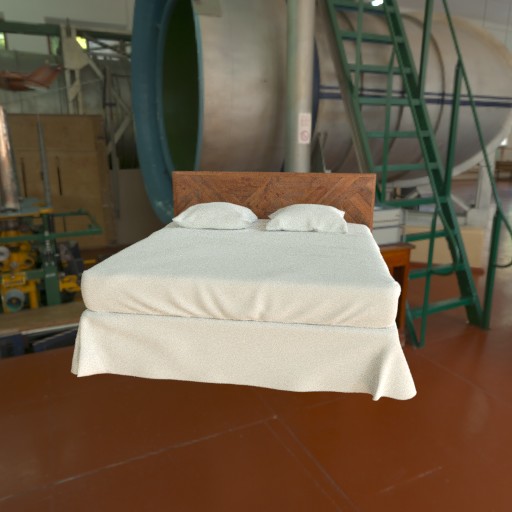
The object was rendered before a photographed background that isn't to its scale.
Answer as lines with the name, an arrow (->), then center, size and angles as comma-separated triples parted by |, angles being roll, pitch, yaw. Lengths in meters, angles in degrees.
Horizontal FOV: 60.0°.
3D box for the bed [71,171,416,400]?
bed -> 0.000, 0.000, 3.539 | 2.255, 1.158, 2.165 | 2, 15, 8
